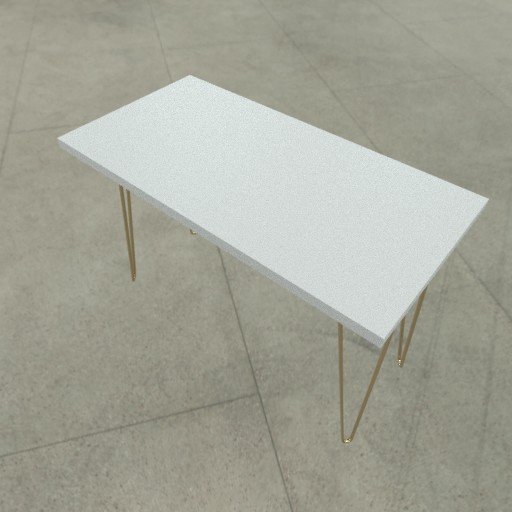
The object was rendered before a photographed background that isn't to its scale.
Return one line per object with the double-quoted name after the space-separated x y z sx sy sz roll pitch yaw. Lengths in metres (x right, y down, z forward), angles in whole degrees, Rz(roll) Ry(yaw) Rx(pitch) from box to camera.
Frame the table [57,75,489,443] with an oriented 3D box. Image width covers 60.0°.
0.000 0.000 1.354 0.991 0.660 0.498 32 54 26 "table"
